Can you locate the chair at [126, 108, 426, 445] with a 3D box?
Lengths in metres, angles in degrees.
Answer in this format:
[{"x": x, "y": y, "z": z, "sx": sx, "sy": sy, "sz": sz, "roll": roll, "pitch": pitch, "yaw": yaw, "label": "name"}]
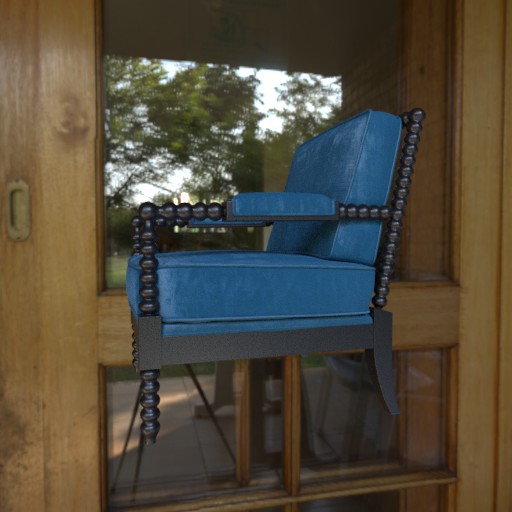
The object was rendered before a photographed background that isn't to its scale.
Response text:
[{"x": 0.000, "y": 0.000, "z": 1.424, "sx": 0.805, "sy": 0.857, "sz": 0.688, "roll": -1, "pitch": 2, "yaw": -17, "label": "chair"}]
